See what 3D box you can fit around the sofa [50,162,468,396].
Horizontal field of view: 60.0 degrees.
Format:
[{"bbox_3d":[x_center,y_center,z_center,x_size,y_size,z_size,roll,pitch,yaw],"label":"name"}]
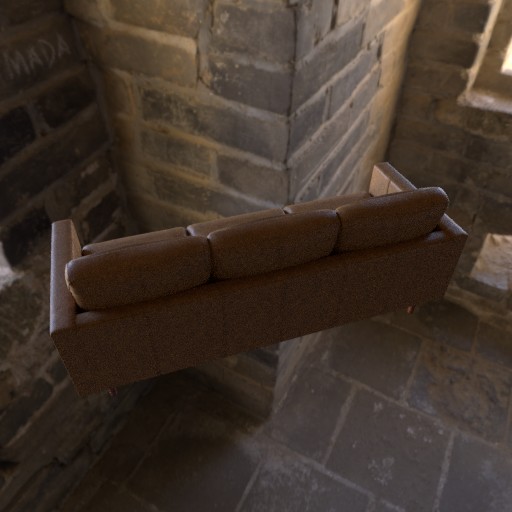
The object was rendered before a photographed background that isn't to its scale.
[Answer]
[{"bbox_3d":[0.000,0.000,2.691,2.231,0.930,0.903,-12,43,-14],"label":"sofa"}]
